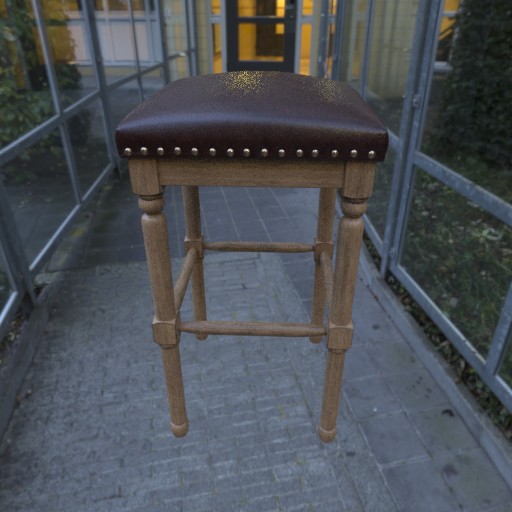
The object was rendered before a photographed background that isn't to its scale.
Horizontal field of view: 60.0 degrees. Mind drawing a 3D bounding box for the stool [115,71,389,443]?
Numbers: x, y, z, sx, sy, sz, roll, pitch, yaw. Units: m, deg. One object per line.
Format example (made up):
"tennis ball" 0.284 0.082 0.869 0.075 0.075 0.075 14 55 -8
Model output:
"stool" 0.000 0.000 0.916 0.383 0.702 0.382 1 30 2
